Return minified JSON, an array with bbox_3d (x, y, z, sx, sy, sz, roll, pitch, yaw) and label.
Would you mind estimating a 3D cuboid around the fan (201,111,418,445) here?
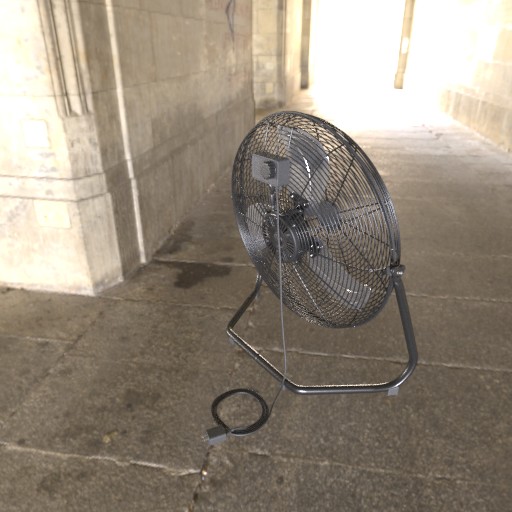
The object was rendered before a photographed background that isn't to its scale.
[{"bbox_3d":[0.000,0.000,0.993,0.470,0.605,0.595,-17,31,-32],"label":"fan"}]
